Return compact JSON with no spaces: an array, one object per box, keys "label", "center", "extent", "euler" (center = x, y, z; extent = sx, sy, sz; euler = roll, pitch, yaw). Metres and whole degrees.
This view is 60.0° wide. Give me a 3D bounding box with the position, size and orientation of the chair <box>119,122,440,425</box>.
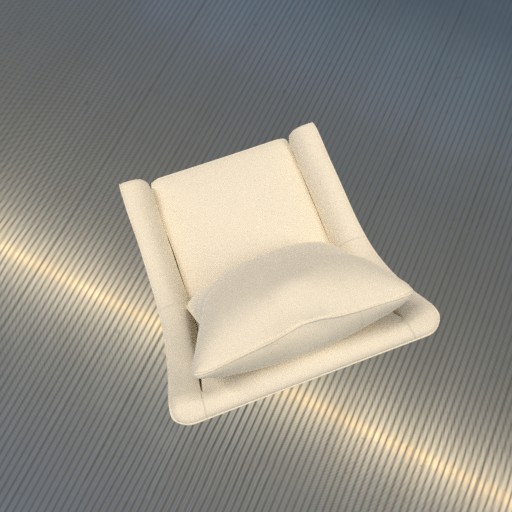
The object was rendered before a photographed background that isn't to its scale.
[{"label":"chair","center":[0.000,0.000,1.561],"extent":[0.756,0.965,0.876],"euler":[-19,76,-5]}]
